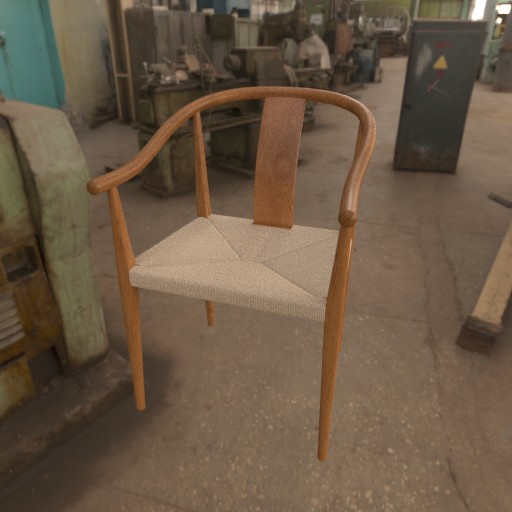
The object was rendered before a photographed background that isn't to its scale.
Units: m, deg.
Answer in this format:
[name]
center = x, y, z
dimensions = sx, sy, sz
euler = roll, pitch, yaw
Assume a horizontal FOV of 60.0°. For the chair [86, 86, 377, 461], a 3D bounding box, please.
[chair]
center = 0.000, 0.000, 1.200
dimensions = 0.556, 0.800, 0.579
euler = 9, 29, 16
